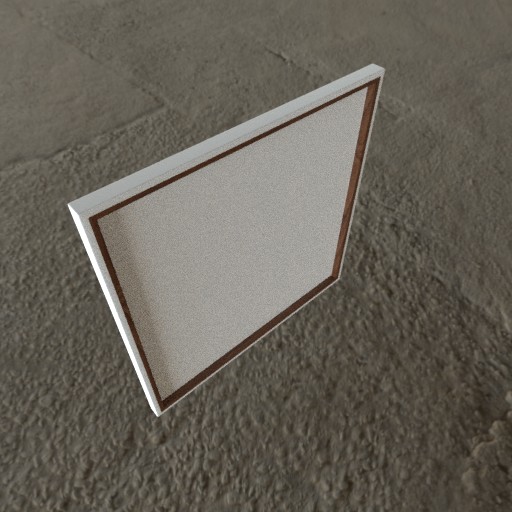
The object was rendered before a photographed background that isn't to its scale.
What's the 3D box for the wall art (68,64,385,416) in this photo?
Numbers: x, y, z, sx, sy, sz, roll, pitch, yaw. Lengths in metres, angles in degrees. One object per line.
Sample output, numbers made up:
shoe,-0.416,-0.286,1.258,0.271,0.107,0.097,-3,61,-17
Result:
wall art,0.000,0.000,1.134,0.757,0.757,0.037,-33,55,-26
